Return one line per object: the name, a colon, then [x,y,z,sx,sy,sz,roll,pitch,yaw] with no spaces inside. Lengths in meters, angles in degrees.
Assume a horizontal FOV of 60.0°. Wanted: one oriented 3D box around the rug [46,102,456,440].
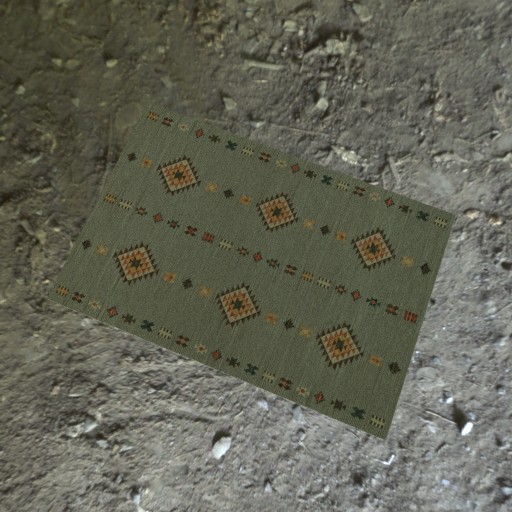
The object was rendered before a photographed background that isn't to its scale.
rug: [0.000,0.000,2.318,1.818,0.005,1.217,21,77,5]
